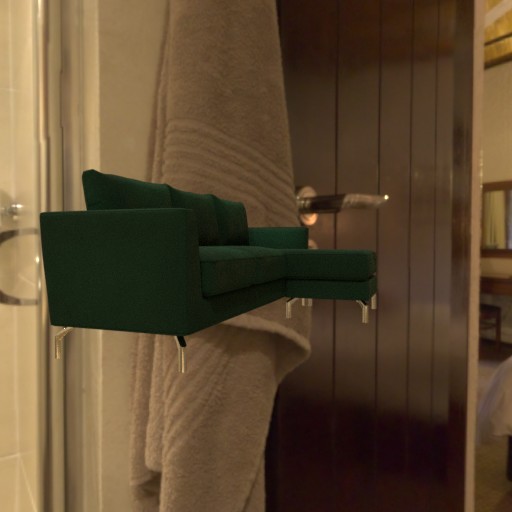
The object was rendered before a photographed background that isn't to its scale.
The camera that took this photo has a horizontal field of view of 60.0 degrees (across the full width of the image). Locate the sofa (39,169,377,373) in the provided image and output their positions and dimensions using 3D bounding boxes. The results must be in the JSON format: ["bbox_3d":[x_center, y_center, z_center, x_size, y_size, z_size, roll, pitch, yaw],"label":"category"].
[{"bbox_3d":[0.000,0.000,3.151,1.489,1.007,2.441,1,2,20],"label":"sofa"}]
